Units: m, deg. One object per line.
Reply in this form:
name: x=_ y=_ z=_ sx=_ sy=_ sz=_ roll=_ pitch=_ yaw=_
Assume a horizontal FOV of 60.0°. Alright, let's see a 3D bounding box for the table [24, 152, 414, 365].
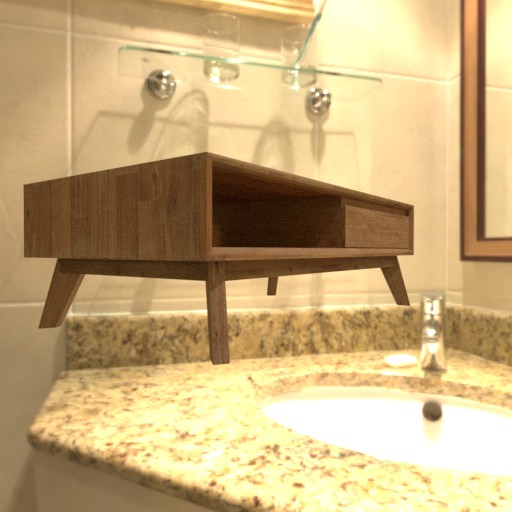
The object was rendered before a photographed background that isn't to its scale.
table: x=0.000 y=0.000 z=1.997 sx=0.918 sy=0.531 sz=1.619 roll=1 pitch=1 yaw=37
